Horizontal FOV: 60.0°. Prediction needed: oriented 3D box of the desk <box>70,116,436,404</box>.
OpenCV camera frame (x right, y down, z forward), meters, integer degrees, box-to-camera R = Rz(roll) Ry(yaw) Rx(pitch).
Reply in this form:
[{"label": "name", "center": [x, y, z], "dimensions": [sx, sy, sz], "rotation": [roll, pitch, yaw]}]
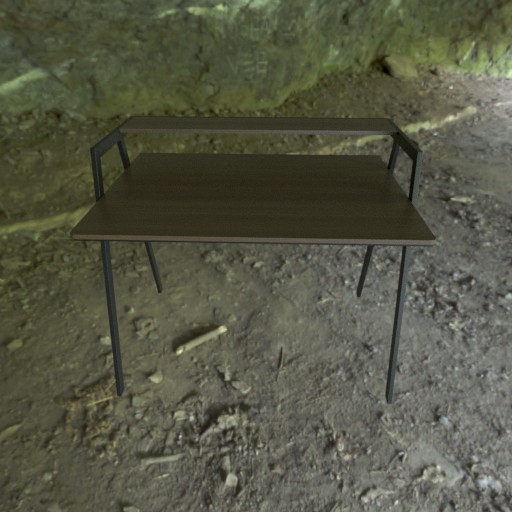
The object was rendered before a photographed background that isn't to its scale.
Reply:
[{"label": "desk", "center": [0.000, 0.000, 1.890], "dimensions": [1.143, 0.998, 0.936], "rotation": [1, 30, 2]}]
